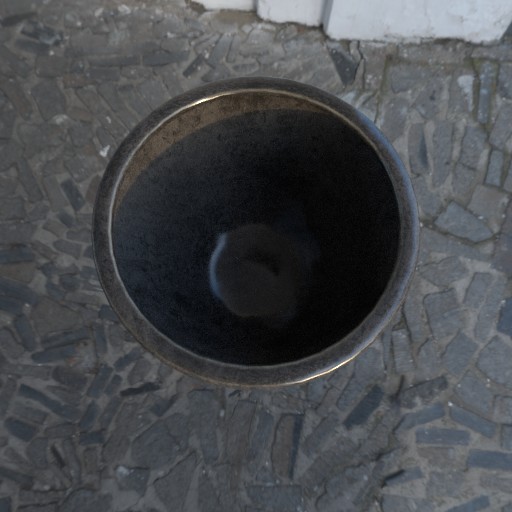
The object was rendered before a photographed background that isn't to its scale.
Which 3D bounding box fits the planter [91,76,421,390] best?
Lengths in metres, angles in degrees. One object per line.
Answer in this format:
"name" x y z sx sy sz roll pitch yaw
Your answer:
"planter" 0.000 0.000 0.305 0.172 0.160 0.172 0 75 0
